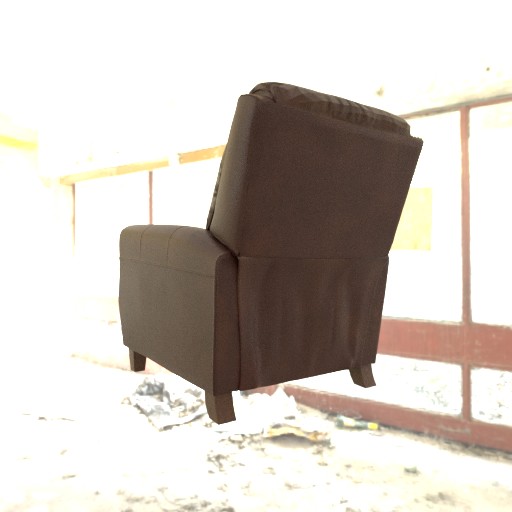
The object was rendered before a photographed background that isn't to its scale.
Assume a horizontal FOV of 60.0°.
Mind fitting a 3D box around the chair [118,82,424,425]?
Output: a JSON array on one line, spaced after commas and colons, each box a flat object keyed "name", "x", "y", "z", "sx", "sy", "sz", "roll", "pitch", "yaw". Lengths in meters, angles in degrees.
[{"name": "chair", "x": 0.000, "y": 0.000, "z": 1.789, "sx": 0.826, "sy": 1.022, "sz": 1.089, "roll": 0, "pitch": 0, "yaw": -35}]
